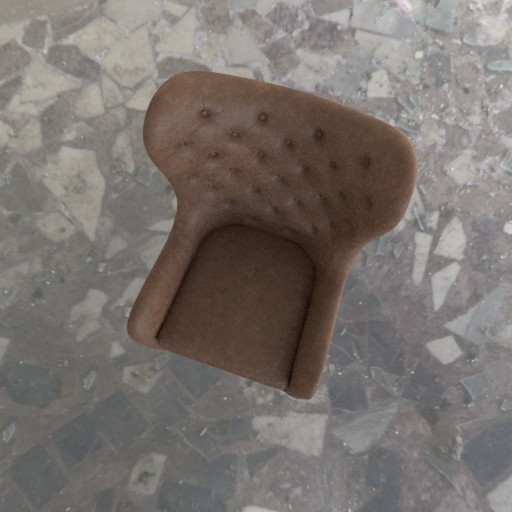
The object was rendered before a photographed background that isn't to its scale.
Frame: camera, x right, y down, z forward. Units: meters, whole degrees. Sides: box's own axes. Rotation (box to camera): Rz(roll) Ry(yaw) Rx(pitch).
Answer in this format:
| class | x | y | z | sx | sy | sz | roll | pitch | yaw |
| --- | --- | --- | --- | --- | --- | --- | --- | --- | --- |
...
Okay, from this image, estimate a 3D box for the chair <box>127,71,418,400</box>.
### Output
| class | x | y | z | sx | sy | sz | roll | pitch | yaw |
| --- | --- | --- | --- | --- | --- | --- | --- | --- | --- |
| chair | 0.000 | 0.000 | 1.753 | 0.831 | 1.079 | 0.930 | 18 | 75 | 5 |
